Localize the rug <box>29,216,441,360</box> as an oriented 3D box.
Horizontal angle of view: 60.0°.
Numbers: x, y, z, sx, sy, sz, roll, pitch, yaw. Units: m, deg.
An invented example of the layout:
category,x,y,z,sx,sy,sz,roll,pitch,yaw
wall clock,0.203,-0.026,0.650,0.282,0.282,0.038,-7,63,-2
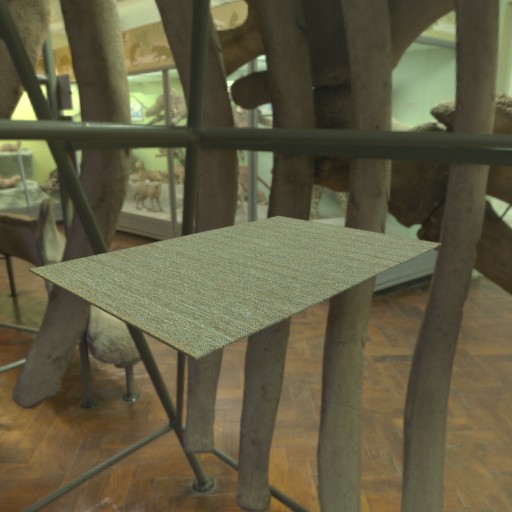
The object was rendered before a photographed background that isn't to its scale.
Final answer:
category,x,y,z,sx,sy,sz,roll,pitch,yaw
rug,0.000,0.000,2.324,1.240,0.010,1.824,15,22,41
